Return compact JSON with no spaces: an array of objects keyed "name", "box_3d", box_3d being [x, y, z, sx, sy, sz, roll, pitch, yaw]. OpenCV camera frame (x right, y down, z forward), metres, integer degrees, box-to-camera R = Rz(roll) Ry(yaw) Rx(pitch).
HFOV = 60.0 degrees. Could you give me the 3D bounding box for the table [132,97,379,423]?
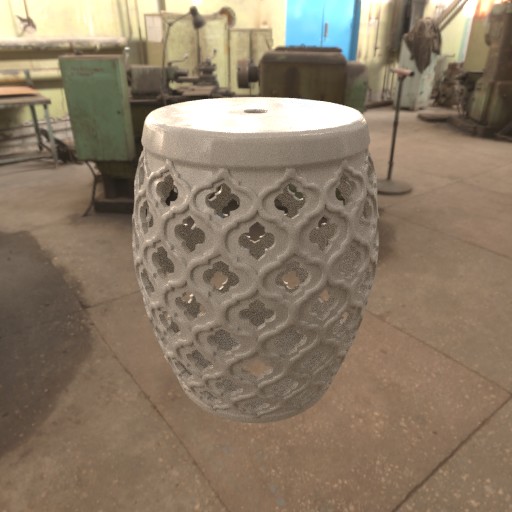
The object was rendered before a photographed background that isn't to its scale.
[{"name":"table","box_3d":[0.000,0.000,0.617,0.325,0.388,0.325,0,27,0]}]
